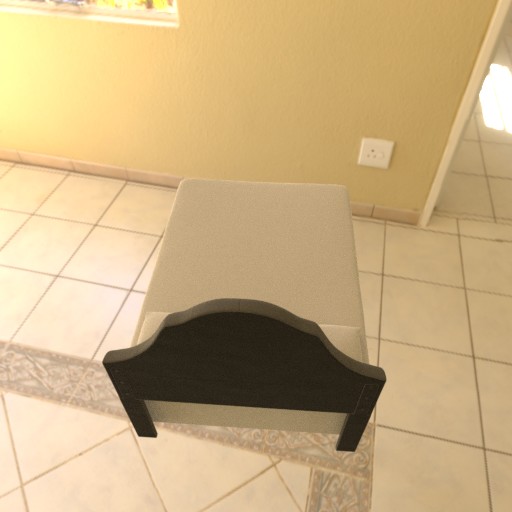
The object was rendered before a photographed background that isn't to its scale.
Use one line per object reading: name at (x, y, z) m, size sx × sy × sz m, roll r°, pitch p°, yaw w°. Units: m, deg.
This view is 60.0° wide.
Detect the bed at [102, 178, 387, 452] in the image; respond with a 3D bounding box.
bed at (0.000, 0.000, 3.269) m, size 1.636 × 1.575 × 2.155 m, roll 3°, pitch 47°, yaw 3°
